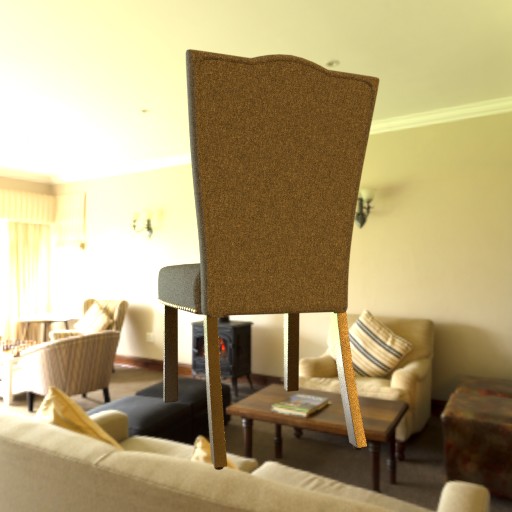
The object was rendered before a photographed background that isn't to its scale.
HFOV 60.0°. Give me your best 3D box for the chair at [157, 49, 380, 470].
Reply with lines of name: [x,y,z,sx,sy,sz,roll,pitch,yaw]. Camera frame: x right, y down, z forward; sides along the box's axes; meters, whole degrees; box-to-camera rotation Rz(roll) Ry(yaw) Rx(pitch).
chair: [0.000,0.000,1.297,0.518,0.946,0.589,0,-2,-18]
